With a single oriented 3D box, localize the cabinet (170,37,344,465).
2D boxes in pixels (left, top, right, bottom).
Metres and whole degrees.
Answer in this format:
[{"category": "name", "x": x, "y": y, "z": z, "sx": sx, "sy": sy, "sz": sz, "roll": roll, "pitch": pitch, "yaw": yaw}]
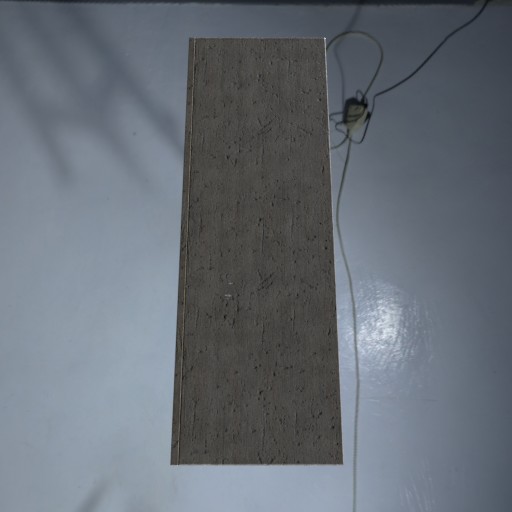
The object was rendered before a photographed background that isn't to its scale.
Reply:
[{"category": "cabinet", "x": 0.000, "y": 0.000, "z": 1.863, "sx": 0.511, "sy": 0.825, "sz": 1.460, "roll": 0, "pitch": 76, "yaw": 0}]
